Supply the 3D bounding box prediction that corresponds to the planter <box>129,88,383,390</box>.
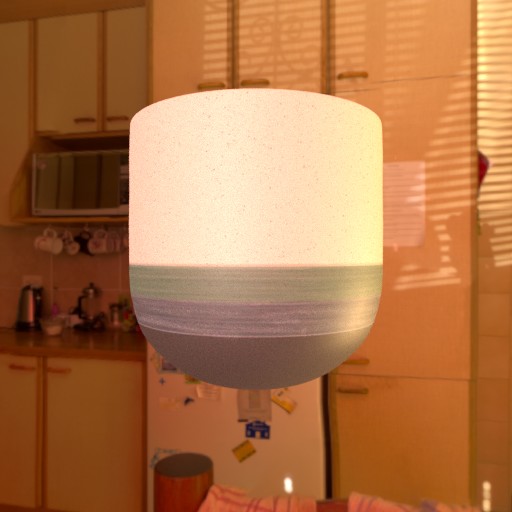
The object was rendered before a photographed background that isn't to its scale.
[{"bbox_3d":[0.000,0.000,0.487,0.268,0.270,0.268,0,0,0],"label":"planter"}]
